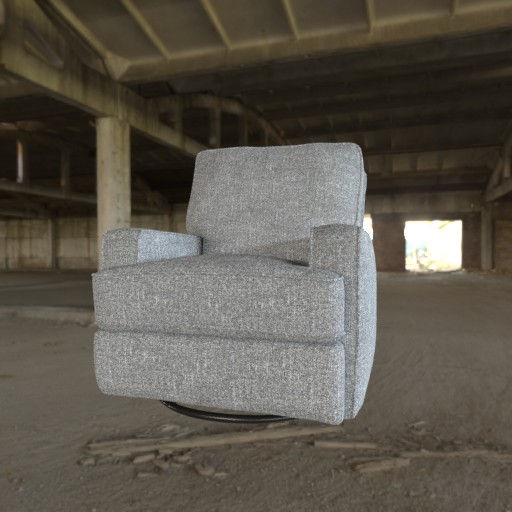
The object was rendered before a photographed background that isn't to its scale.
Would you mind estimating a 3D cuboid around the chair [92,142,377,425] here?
[{"bbox_3d":[0.000,0.000,1.668,0.861,0.962,0.964,0,1,18],"label":"chair"}]
